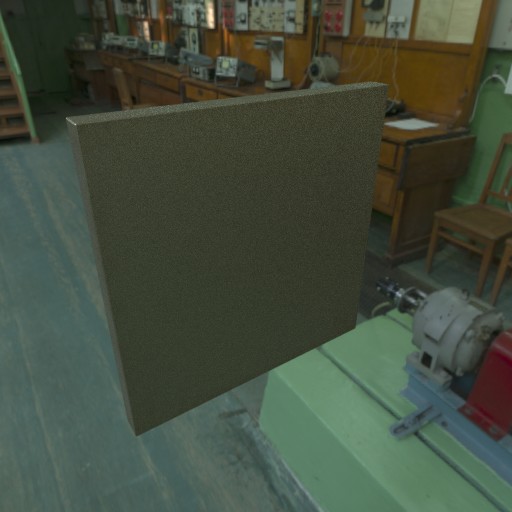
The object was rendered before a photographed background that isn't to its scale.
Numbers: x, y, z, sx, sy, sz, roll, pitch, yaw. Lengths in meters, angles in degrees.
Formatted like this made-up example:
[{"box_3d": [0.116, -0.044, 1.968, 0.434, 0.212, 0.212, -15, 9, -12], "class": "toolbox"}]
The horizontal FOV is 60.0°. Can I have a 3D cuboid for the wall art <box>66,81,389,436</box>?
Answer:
[{"box_3d": [0.000, 0.000, 0.743, 0.503, 0.506, 0.040, -18, 34, -29], "class": "wall art"}]
